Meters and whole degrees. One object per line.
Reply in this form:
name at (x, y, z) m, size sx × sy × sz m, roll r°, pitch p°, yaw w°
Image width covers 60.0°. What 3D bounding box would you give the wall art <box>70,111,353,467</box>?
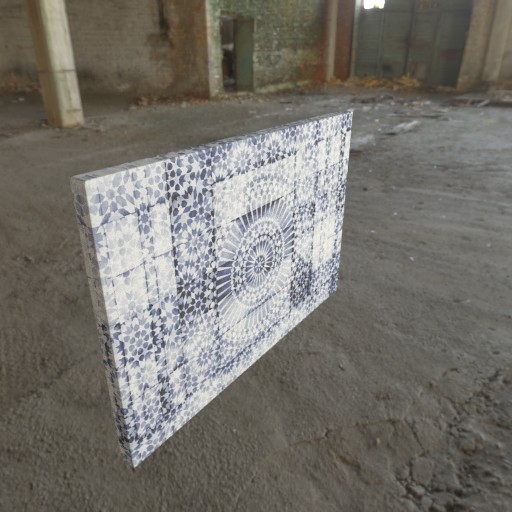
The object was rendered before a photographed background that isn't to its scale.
wall art at (0.000, 0.000, 0.750) m, size 0.030 × 0.406 × 0.608 m, roll 18°, pitch 31°, yaw 32°
